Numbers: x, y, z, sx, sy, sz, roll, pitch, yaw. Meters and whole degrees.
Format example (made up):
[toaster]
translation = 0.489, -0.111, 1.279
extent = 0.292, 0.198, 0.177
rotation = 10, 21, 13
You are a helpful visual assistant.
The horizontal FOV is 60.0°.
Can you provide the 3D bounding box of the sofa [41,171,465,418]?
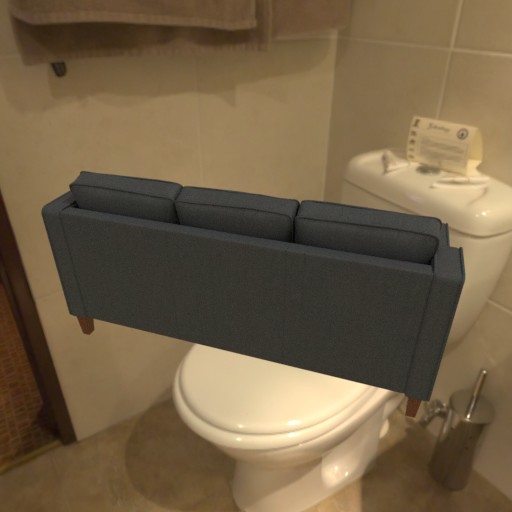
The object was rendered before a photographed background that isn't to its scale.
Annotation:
[sofa]
translation = 0.000, 0.000, 2.489
extent = 1.986, 0.974, 0.911
rotation = 10, 32, 16
